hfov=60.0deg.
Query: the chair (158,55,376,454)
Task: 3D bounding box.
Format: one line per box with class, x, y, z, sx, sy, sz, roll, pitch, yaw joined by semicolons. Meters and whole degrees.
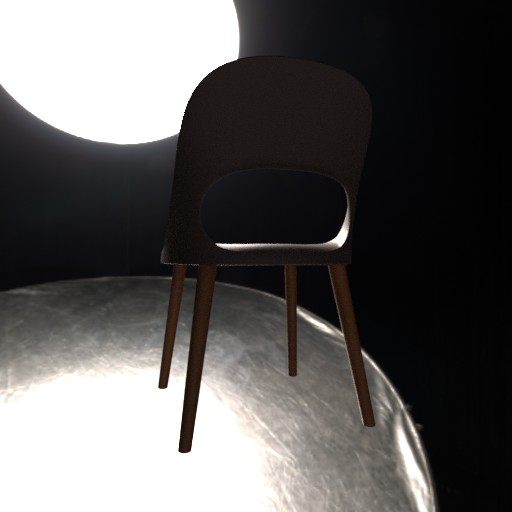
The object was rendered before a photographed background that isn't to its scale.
chair;0.000;0.000;1.148;0.470;0.794;0.556;0;0;-18
